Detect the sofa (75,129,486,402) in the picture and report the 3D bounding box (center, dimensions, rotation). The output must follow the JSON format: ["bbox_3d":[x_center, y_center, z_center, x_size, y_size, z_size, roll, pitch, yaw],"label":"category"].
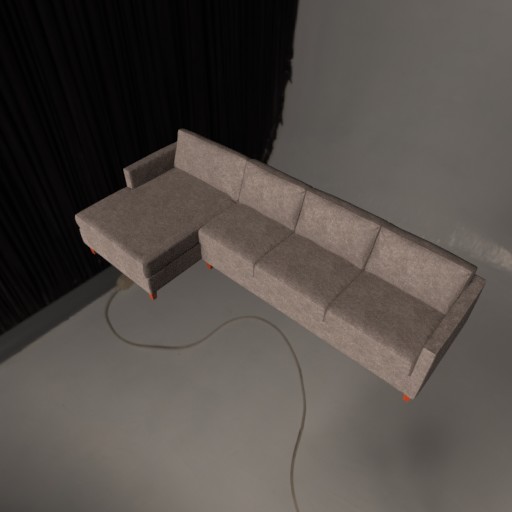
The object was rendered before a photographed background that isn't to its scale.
[{"bbox_3d":[0.000,0.000,4.046,3.471,0.954,1.606,31,52,28],"label":"sofa"}]
